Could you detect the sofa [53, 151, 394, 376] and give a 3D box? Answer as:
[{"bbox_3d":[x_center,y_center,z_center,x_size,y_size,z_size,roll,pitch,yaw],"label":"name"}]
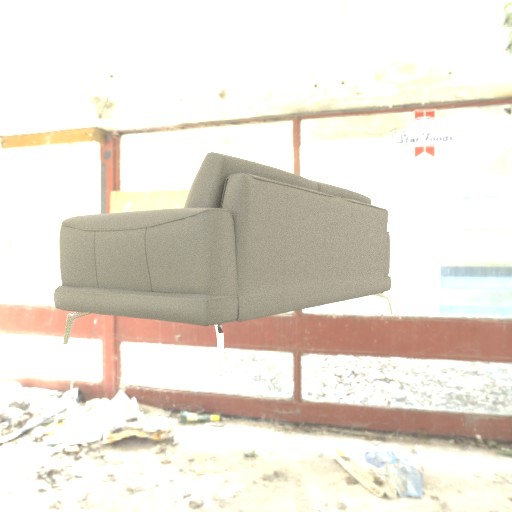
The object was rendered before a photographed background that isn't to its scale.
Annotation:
[{"bbox_3d":[0.000,0.000,2.828,1.121,0.930,2.177,0,0,35],"label":"sofa"}]
